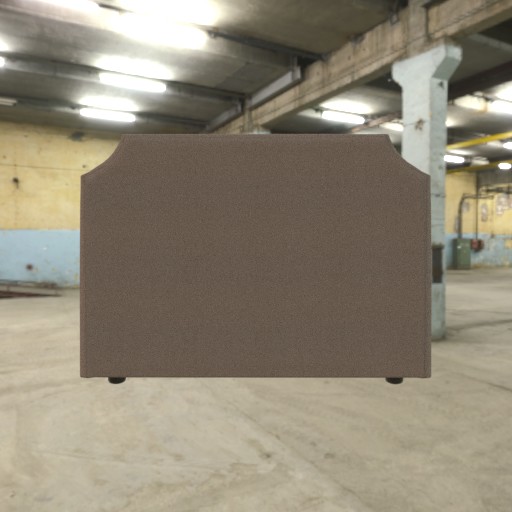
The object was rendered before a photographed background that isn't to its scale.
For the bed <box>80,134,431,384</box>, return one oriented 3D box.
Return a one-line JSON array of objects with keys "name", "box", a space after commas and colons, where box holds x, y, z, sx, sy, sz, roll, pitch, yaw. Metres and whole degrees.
[{"name": "bed", "box": [0.000, 0.000, 3.343, 1.828, 1.303, 2.164, 0, 1, 0]}]
